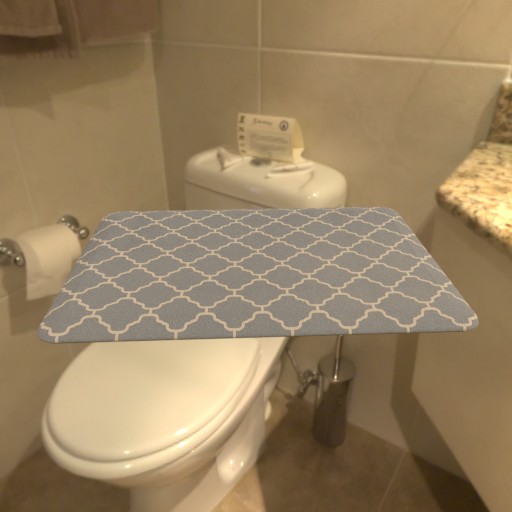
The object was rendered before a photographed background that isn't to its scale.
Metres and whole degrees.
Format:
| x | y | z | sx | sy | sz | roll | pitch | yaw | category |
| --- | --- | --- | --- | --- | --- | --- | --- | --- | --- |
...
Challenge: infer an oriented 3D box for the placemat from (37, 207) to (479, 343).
| x | y | z | sx | sy | sz | roll | pitch | yaw | category |
| --- | --- | --- | --- | --- | --- | --- | --- | --- | --- |
| 0.000 | 0.000 | 0.952 | 0.762 | 0.021 | 0.508 | -1 | 30 | -2 | placemat |
